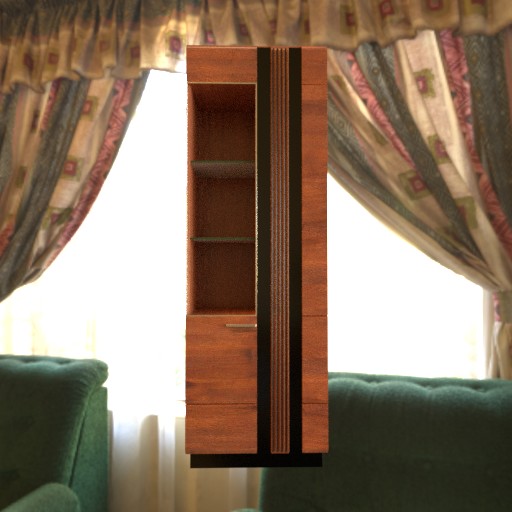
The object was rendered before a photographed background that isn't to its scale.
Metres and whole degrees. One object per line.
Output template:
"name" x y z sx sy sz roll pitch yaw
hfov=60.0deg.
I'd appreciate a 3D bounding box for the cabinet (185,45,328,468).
"cabinet" 0.000 0.000 2.252 0.660 1.980 0.420 0 -1 -1
